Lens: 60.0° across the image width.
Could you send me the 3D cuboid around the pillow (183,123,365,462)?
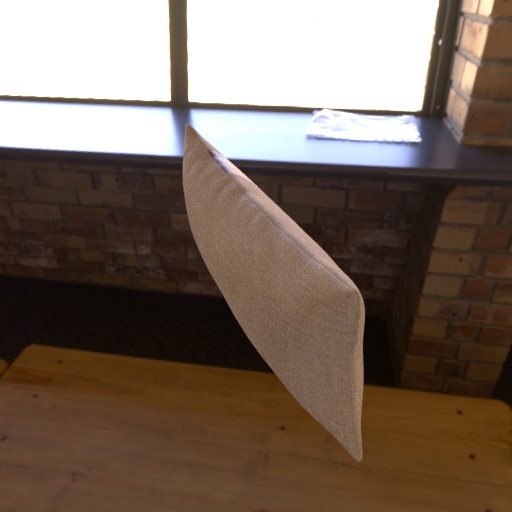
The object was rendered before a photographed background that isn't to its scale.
[{"bbox_3d":[0.000,0.000,0.726,0.155,0.282,0.612,-12,34,-19],"label":"pillow"}]
